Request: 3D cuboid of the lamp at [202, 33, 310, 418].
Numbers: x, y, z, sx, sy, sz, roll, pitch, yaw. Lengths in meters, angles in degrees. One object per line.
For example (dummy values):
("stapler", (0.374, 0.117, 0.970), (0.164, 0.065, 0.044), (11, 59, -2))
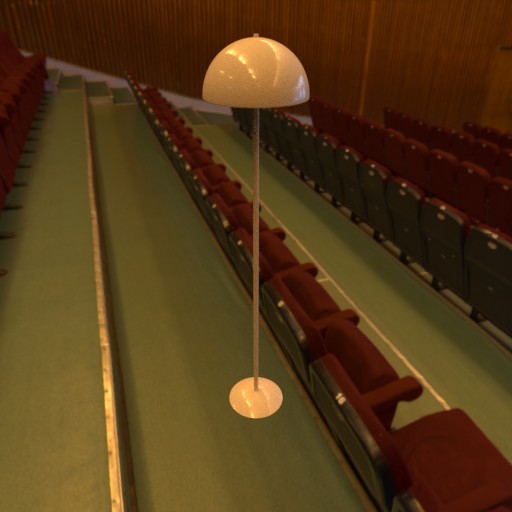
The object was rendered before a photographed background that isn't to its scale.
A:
("lamp", (0.000, 0.000, 1.649), (0.328, 1.480, 0.328), (-10, 31, -17))
